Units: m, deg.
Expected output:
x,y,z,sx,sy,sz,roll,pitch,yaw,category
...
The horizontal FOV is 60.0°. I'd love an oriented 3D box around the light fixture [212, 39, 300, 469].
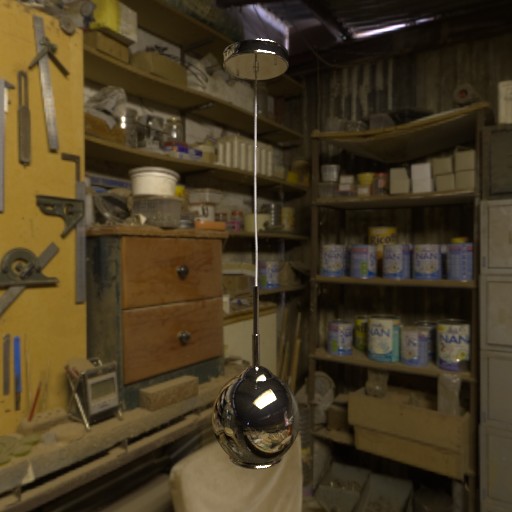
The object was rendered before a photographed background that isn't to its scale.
x,y,z,sx,sy,sz,roll,pitch,yaw,category
0.000,0.000,1.697,0.336,1.538,0.336,0,0,36,light fixture
